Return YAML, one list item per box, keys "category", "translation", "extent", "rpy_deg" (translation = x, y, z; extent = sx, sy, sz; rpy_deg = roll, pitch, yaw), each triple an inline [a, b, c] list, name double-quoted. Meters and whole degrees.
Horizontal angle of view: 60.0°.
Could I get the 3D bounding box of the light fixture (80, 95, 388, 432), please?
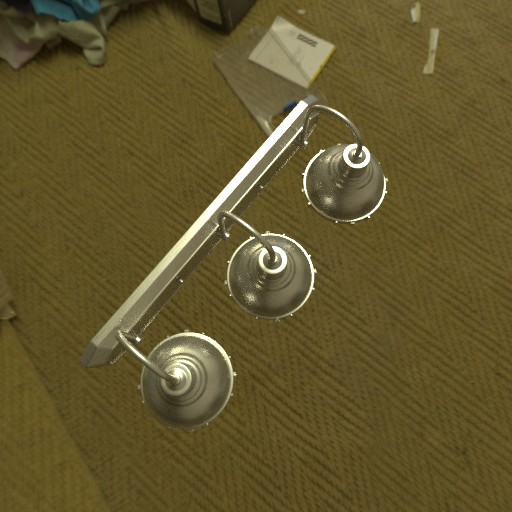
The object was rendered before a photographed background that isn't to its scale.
- category: "light fixture"
  translation: [0.000, 0.000, 0.766]
  extent: [0.229, 0.254, 0.634]
  rpy_deg: [37, 78, 9]
